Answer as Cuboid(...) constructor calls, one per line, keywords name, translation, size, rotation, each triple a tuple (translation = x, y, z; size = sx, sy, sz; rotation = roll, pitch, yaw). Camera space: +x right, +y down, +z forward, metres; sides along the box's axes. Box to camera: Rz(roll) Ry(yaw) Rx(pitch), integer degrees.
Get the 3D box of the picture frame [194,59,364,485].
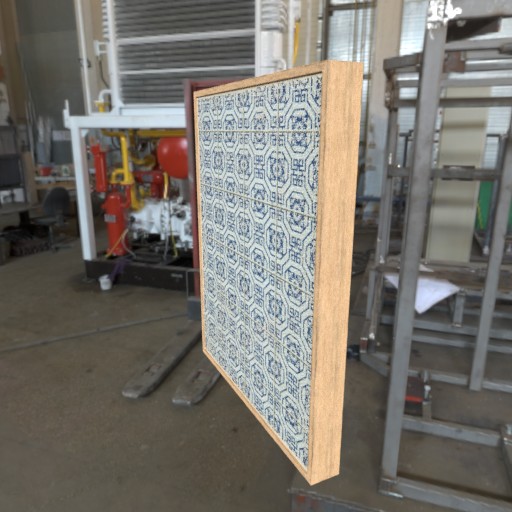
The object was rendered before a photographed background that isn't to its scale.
Cuboid(name="picture frame", translation=(0.000, 0.000, 0.713), size=(0.046, 0.526, 0.421), rotation=(-8, 17, -25))
